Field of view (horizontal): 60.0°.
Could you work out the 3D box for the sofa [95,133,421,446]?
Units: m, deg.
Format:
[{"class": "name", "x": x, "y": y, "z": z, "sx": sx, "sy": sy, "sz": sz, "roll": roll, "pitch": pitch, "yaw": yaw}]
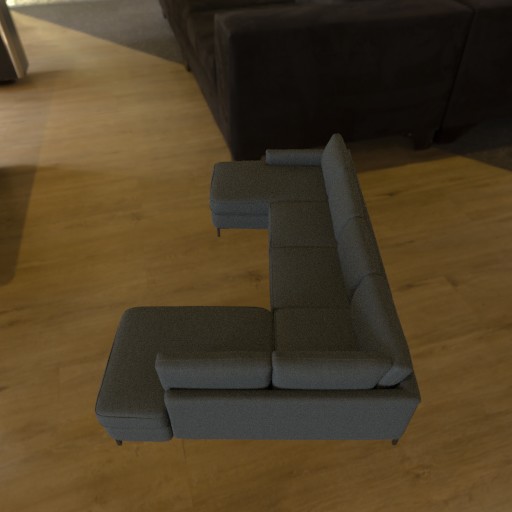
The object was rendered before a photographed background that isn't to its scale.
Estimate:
[{"class": "sofa", "x": 0.000, "y": 0.000, "z": 3.778, "sx": 1.984, "sy": 0.858, "sz": 2.975, "roll": 0, "pitch": 43, "yaw": 0}]
